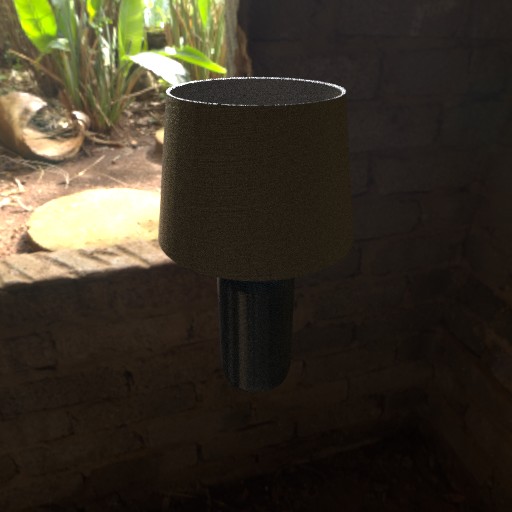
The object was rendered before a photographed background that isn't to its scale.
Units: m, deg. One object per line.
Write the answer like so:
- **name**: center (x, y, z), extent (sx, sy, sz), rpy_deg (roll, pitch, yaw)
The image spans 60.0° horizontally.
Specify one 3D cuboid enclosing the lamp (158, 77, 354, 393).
- **lamp**: center (0.000, 0.000, 0.601), extent (0.253, 0.428, 0.253), rpy_deg (0, 29, 0)
